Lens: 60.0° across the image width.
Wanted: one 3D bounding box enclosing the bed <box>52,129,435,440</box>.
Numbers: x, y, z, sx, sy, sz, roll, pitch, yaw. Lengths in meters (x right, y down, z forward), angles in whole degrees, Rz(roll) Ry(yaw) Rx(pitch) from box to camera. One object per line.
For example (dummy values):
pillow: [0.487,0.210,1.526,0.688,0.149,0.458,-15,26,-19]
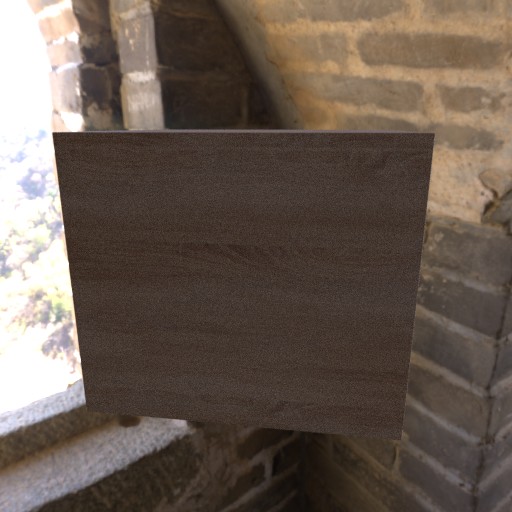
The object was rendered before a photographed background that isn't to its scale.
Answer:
bed: [0.000,0.000,0.773,0.460,0.420,0.401,2,17,8]
